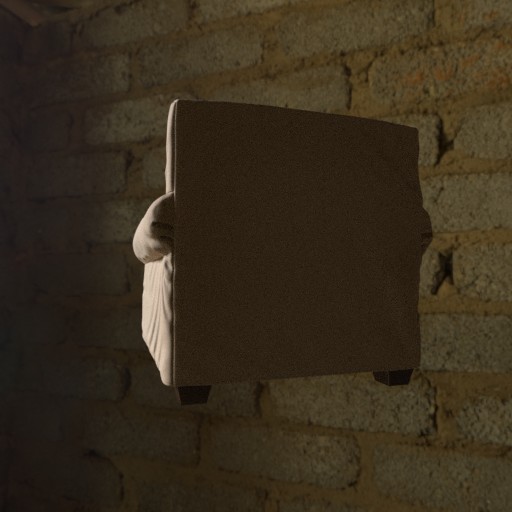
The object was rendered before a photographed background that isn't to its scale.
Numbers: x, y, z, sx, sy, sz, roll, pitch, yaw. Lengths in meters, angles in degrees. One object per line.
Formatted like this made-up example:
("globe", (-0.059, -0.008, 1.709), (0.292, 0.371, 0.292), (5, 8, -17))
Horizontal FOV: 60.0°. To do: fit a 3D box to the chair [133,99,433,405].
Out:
("chair", (0.000, 0.000, 1.789), (0.940, 0.866, 1.066), (1, -2, -18))
